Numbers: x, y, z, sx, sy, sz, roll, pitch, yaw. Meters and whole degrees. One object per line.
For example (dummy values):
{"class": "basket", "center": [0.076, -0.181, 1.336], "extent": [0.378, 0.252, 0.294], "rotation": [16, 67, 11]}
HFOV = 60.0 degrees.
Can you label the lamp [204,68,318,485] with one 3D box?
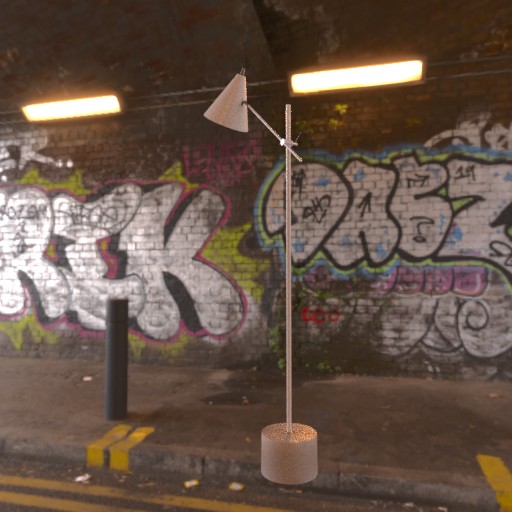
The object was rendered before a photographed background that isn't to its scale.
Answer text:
{"class": "lamp", "center": [0.000, 0.000, 1.608], "extent": [0.223, 1.430, 0.508], "rotation": [2, -3, -36]}
